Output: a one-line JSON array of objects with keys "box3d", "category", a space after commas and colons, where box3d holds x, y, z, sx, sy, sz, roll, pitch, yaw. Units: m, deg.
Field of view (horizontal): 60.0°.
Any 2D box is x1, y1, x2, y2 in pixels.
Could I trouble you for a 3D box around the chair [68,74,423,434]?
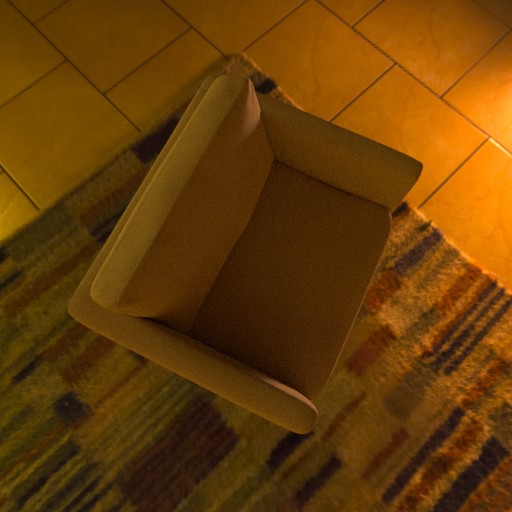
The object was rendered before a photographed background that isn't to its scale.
[{"box3d": [0.000, 0.000, 1.848, 0.959, 0.961, 1.107, 25, 75, 7], "category": "chair"}]
